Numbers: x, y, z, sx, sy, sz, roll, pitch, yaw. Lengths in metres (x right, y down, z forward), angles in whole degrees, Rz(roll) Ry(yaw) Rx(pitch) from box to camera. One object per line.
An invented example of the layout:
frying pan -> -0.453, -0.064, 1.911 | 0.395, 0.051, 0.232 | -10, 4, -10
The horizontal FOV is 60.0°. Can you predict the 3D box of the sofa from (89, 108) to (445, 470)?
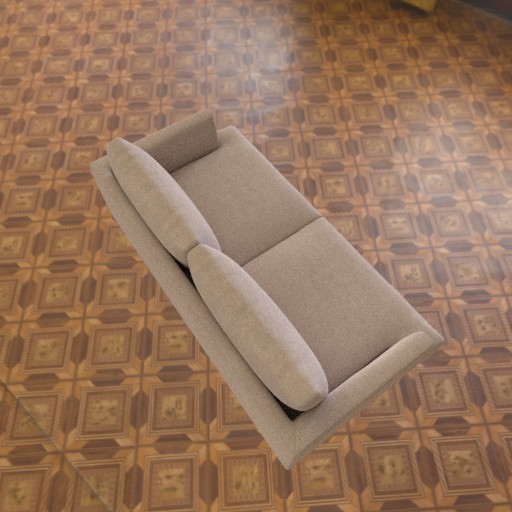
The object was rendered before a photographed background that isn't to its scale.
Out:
sofa -> 0.000, 0.000, 2.501 | 1.020, 0.868, 1.948 | -32, 64, -18
